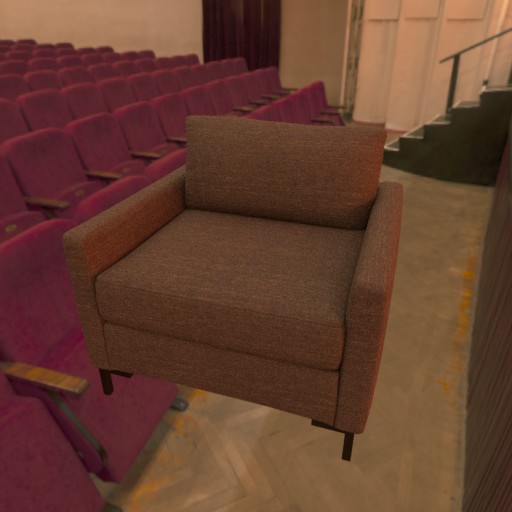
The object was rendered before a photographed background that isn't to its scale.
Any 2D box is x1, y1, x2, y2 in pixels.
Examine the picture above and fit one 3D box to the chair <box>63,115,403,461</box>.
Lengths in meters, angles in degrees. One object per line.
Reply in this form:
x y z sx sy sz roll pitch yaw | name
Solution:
0.000 0.000 1.559 0.940 0.841 0.845 9 28 16 | chair
